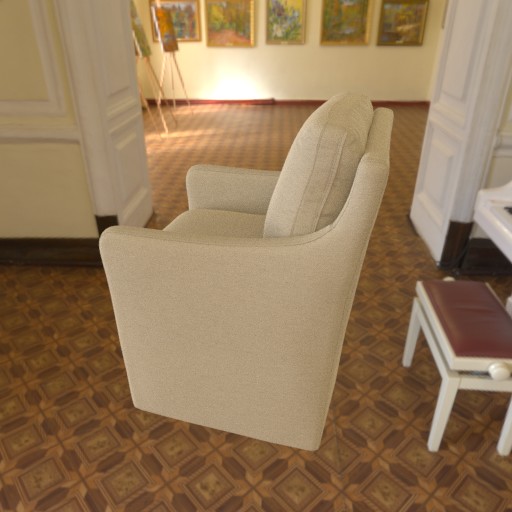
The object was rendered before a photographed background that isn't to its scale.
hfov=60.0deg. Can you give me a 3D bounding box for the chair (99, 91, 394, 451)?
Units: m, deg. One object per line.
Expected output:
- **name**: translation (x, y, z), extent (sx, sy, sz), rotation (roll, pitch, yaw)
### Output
- **chair**: translation (0.000, 0.000, 1.355), extent (0.694, 0.914, 0.626), rotation (8, 30, 14)
